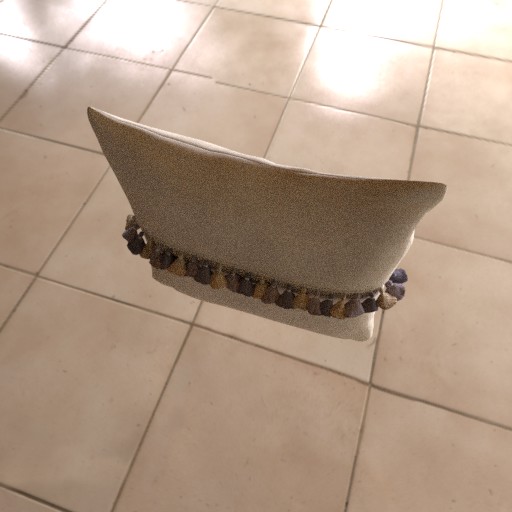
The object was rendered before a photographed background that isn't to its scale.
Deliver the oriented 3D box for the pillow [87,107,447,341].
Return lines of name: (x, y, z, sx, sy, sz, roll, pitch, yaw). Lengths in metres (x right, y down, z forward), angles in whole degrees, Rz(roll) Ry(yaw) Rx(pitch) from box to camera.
pillow: (0.000, 0.000, 0.742, 0.489, 0.481, 0.165, 15, 60, 9)
